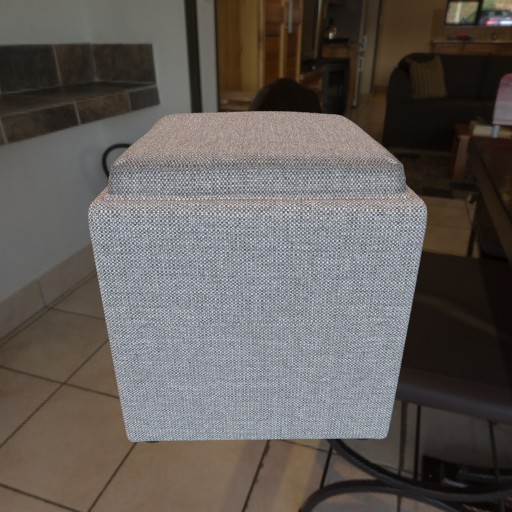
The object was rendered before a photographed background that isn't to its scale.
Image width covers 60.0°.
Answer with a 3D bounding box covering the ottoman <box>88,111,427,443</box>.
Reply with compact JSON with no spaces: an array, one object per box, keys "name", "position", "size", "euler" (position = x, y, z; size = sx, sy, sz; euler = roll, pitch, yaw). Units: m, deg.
[{"name":"ottoman","position":[0.000,0.000,0.832],"size":[0.436,0.487,0.454],"euler":[0,26,-1]}]
